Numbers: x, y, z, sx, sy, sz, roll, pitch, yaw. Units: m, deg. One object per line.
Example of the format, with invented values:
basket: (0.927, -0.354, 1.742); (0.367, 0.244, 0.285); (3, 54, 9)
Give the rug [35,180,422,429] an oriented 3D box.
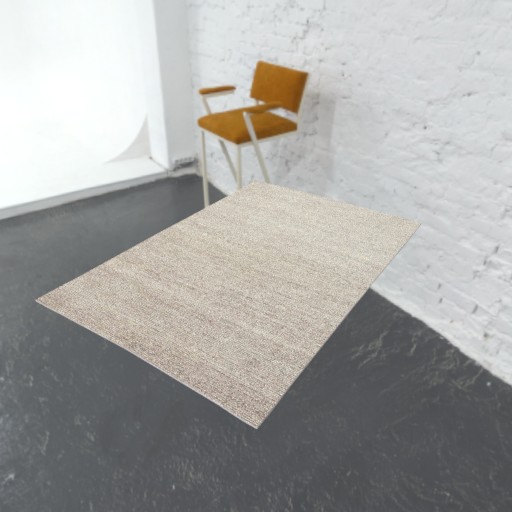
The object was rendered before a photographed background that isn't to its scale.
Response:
rug: (0.000, 0.000, 3.091); (1.609, 0.030, 2.342); (20, 37, 29)
